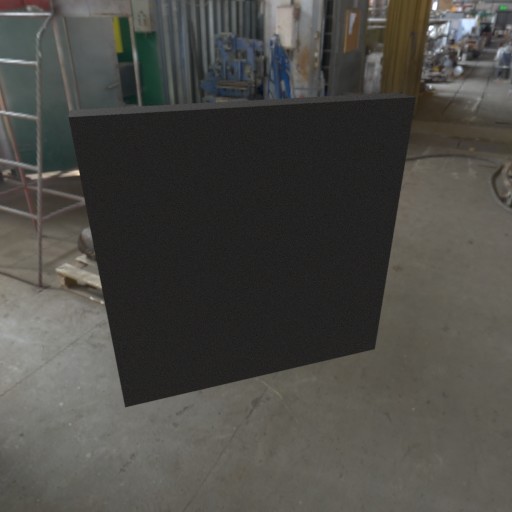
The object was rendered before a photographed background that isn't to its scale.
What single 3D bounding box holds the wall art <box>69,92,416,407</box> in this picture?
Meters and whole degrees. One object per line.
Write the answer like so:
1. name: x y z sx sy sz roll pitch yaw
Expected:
1. wall art: 0.000 0.000 0.462 0.308 0.305 0.030 -9 30 -16
